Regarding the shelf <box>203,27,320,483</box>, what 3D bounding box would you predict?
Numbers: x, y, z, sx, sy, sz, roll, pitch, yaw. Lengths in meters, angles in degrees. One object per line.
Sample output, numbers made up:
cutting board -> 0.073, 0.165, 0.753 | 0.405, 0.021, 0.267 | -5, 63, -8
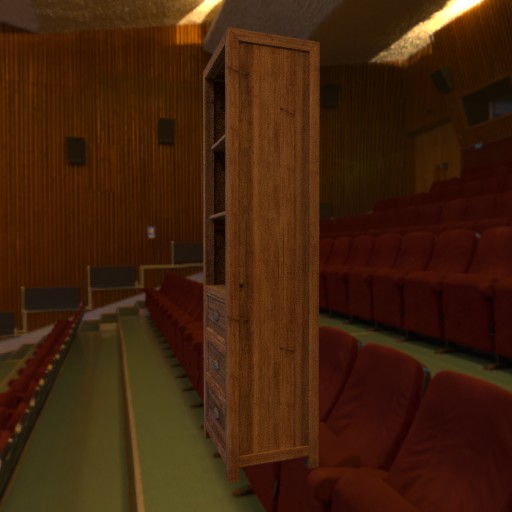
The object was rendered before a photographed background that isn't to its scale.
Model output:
shelf -> 0.000, 0.000, 2.150 | 0.428, 1.900, 0.500 | 0, 1, -19
